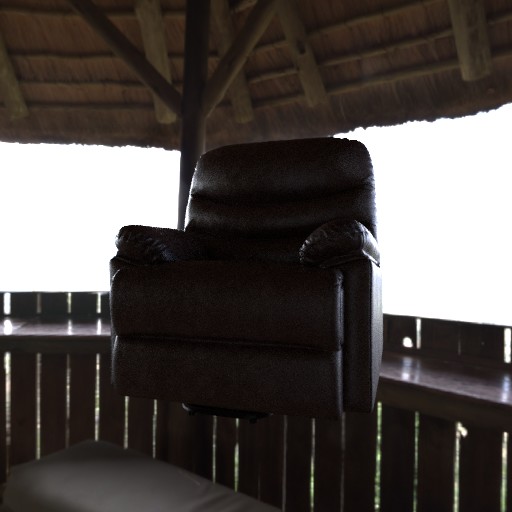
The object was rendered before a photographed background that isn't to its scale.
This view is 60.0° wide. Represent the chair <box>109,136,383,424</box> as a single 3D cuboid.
[{"bbox_3d":[0.000,0.000,1.743,0.940,1.041,0.879,0,0,18],"label":"chair"}]
